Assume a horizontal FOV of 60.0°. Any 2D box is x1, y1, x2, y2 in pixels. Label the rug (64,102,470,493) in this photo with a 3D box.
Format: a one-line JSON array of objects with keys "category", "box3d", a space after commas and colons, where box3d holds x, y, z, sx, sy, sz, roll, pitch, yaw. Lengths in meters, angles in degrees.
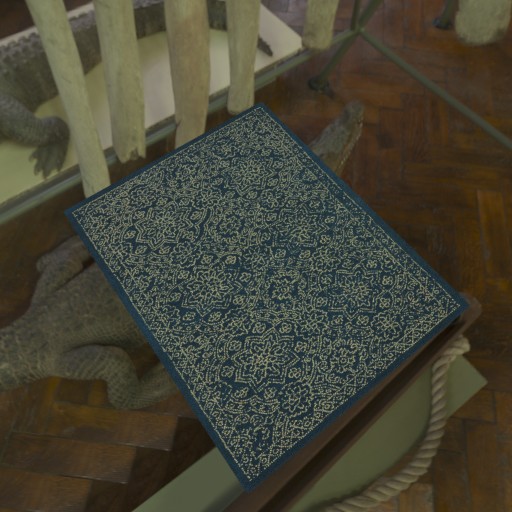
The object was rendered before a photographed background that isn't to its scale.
[{"category": "rug", "box3d": [0.000, 0.000, 4.120, 2.438, 0.010, 3.048, -34, 68, -16]}]
